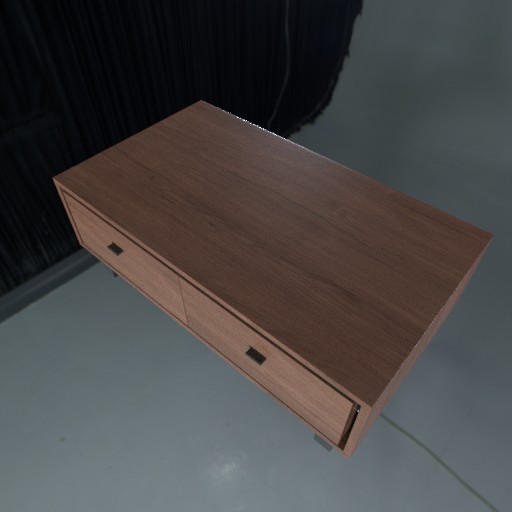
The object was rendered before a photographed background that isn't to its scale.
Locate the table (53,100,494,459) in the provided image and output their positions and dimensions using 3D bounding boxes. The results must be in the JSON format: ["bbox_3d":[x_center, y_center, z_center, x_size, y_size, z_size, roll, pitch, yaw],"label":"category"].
[{"bbox_3d":[0.000,0.000,1.294,1.020,0.380,0.600,32,55,26],"label":"table"}]
